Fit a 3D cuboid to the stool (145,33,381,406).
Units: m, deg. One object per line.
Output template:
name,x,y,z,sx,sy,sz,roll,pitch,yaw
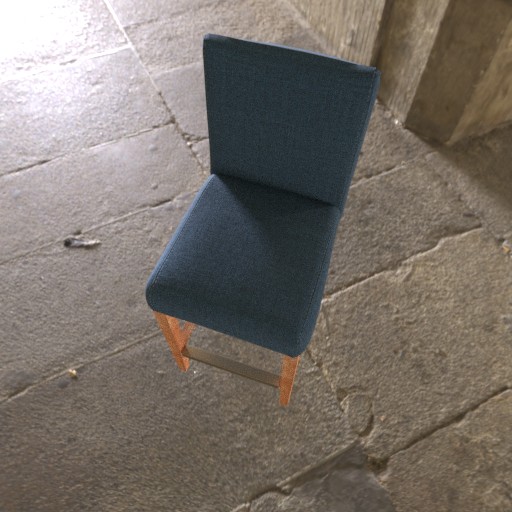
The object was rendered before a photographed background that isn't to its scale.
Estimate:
stool,0.000,0.000,1.336,0.454,1.039,0.567,16,60,10
